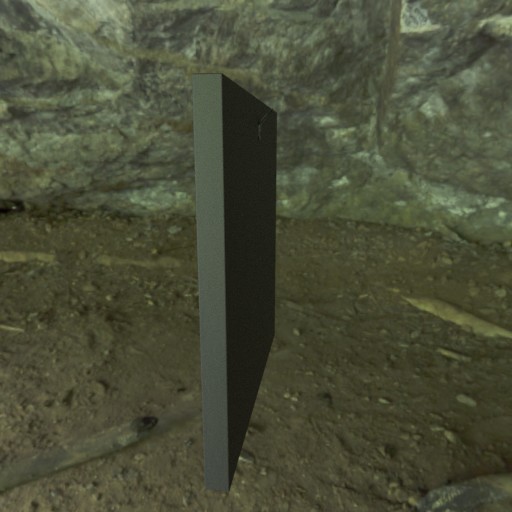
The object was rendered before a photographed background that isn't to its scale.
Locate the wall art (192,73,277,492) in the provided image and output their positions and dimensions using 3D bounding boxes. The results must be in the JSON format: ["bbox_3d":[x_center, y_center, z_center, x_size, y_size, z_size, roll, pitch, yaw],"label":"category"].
[{"bbox_3d":[0.000,0.000,0.522,0.038,0.349,0.349,2,14,9],"label":"wall art"}]
